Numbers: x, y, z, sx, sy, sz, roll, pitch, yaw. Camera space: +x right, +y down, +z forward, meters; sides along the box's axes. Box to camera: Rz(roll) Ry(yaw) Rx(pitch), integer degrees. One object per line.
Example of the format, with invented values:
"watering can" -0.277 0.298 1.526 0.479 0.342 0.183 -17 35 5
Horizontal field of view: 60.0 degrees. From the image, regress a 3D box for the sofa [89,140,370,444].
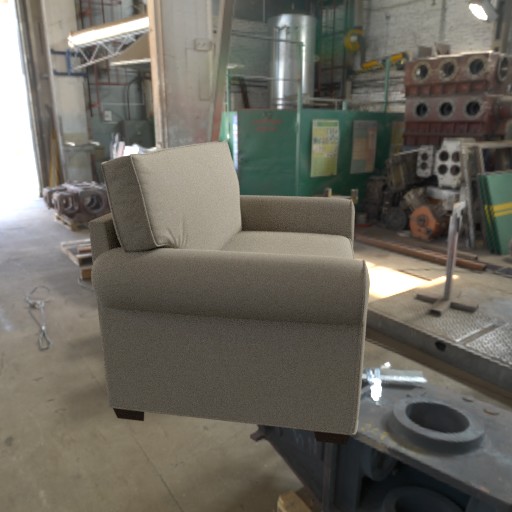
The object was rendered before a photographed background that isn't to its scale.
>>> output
"sofa" 0.000 0.000 2.067 0.937 1.006 1.405 3 17 9
